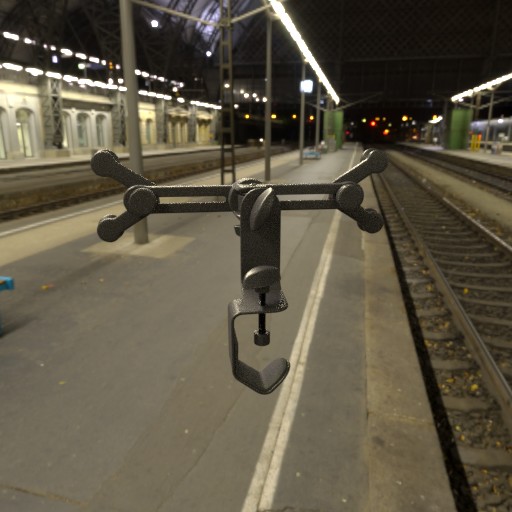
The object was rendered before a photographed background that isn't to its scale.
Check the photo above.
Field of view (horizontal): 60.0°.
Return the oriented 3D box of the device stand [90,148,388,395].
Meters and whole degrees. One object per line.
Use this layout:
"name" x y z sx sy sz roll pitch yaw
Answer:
"device stand" 0.000 0.000 0.361 0.270 0.166 0.142 -2 15 -8
